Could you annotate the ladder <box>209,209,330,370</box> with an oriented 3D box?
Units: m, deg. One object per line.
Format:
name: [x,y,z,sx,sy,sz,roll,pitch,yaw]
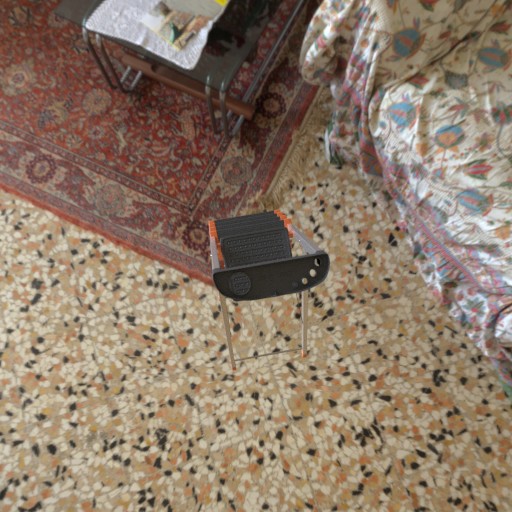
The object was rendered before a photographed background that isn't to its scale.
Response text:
ladder: [0.000,0.000,2.121,0.480,1.646,0.995,-10,76,-3]
